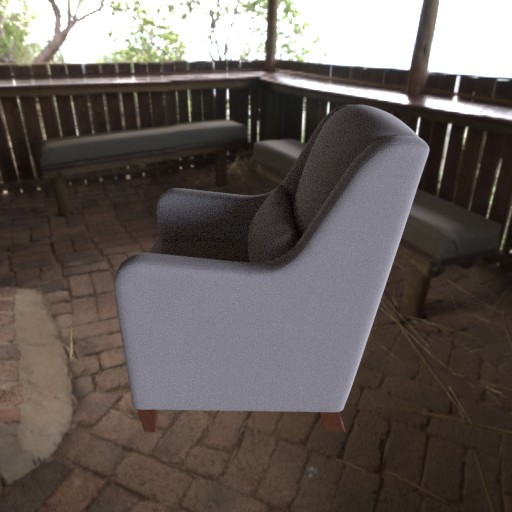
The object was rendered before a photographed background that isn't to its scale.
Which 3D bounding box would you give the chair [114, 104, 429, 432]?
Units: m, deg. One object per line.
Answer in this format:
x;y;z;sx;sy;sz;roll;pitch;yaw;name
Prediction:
0.000;0.000;1.602;0.863;1.010;0.715;0;26;0;chair
